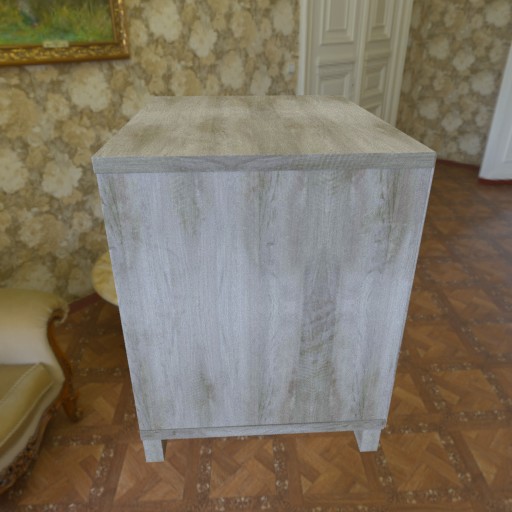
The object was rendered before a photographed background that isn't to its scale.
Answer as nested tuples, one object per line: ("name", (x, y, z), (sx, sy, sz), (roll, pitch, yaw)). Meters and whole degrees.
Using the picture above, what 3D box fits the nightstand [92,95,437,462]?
("nightstand", (0.000, 0.000, 0.733), (0.347, 0.448, 0.427), (-2, 27, -3))
